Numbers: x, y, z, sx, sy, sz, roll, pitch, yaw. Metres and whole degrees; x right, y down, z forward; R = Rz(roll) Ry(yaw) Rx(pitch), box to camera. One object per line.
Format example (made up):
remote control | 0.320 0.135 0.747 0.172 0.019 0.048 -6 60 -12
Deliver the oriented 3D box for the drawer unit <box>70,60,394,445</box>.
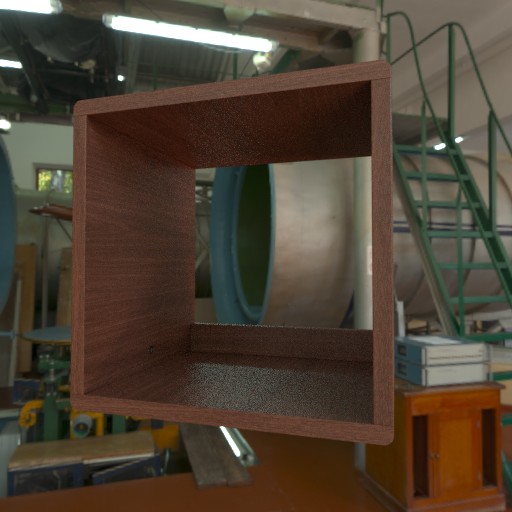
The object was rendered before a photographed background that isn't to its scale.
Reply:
drawer unit | 0.000 0.000 0.591 0.349 0.351 0.290 0 -2 17
